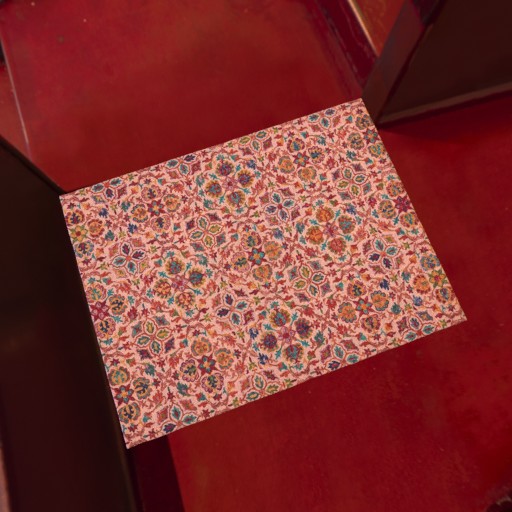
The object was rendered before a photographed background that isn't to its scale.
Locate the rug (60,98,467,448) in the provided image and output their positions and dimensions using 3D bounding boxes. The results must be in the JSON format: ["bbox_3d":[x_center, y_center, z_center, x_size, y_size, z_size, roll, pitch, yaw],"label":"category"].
[{"bbox_3d":[0.000,0.000,4.189,3.215,0.020,2.446,-19,76,-5],"label":"rug"}]
